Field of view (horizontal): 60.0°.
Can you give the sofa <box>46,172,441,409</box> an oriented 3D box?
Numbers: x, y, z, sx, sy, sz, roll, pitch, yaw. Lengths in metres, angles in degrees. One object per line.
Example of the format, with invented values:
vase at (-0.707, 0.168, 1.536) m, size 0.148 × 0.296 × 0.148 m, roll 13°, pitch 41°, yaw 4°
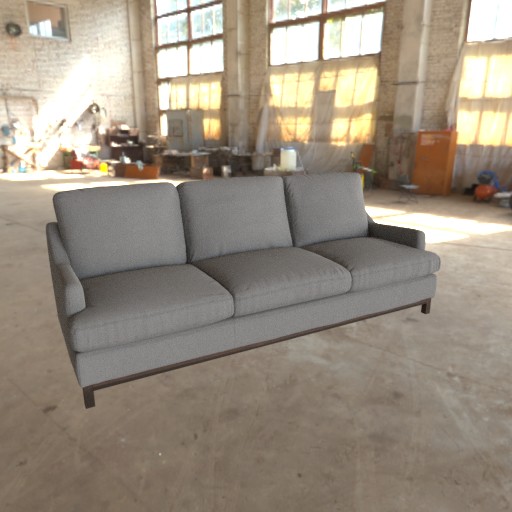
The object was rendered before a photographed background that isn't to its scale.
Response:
sofa at (0.000, 0.000, 2.821) m, size 2.344 × 0.926 × 0.987 m, roll -9°, pitch 18°, yaw -27°
